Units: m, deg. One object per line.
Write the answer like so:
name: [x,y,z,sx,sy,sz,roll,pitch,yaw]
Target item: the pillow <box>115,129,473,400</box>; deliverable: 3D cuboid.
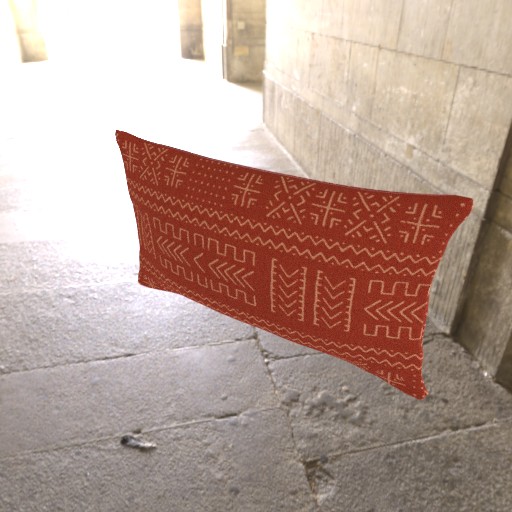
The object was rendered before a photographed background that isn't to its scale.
pillow: [0.000,0.000,0.770,0.640,0.352,0.130,18,35,27]
